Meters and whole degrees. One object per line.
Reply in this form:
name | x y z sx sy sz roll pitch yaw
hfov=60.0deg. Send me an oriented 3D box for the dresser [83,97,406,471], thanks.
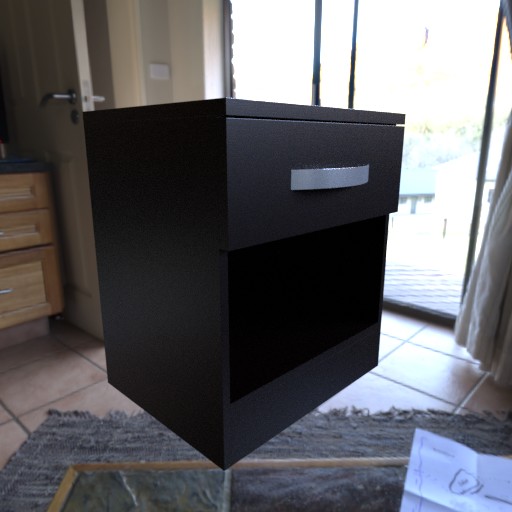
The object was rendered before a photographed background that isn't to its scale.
dresser | 0.000 0.000 0.761 0.360 0.470 0.400 14 20 43
